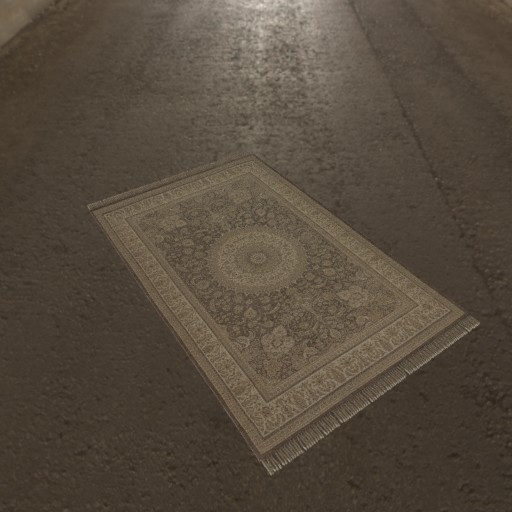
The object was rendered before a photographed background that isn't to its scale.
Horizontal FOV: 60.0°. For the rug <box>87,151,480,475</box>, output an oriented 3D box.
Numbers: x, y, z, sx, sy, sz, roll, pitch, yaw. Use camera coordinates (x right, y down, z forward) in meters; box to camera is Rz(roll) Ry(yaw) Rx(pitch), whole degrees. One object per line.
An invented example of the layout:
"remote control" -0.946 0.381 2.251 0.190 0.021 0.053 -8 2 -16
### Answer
"rug" 0.000 0.000 3.008 1.528 0.010 2.440 -25 48 -25
